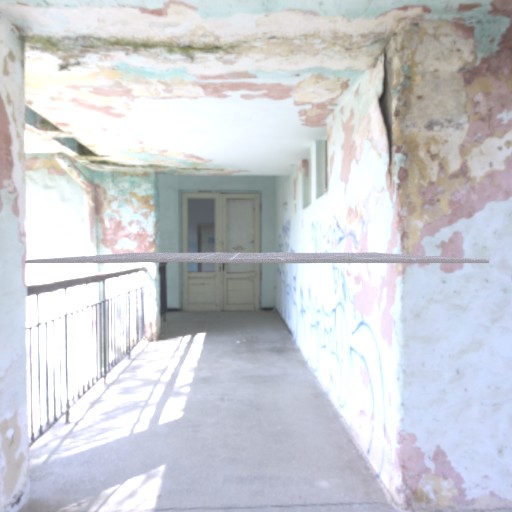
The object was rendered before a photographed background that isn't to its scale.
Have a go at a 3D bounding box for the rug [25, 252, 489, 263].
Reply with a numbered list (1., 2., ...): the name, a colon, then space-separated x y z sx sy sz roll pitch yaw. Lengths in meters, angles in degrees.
1. rug: 0.000 0.000 0.880 0.639 0.006 0.548 0 1 -1
